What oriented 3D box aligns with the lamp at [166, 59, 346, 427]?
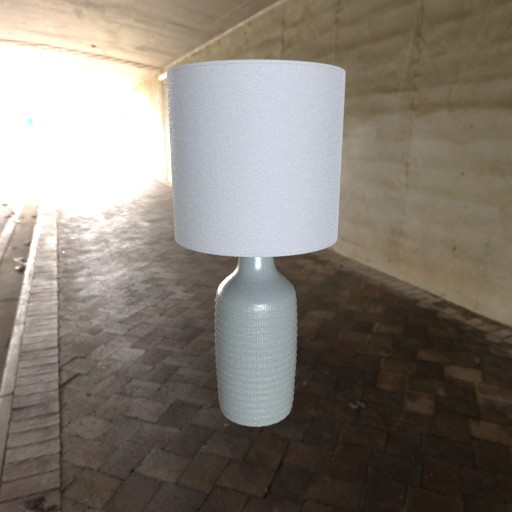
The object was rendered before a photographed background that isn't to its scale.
[{"bbox_3d":[0.000,0.000,0.619,0.220,0.475,0.220,2,16,8],"label":"lamp"}]
